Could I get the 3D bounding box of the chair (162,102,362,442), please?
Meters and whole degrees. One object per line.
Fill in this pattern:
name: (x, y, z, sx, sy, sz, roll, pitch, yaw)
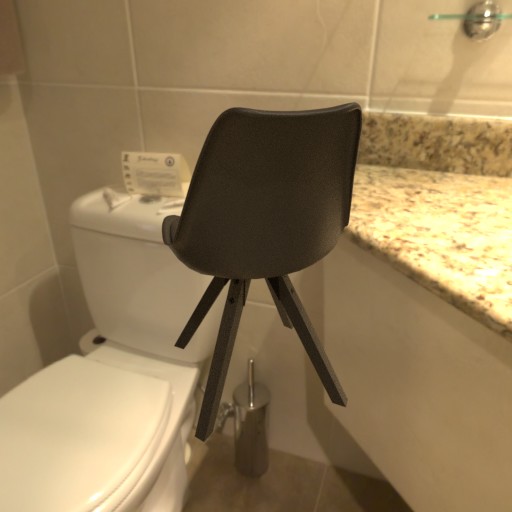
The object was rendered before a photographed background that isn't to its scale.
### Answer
chair: (0.000, 0.000, 1.209, 0.485, 0.850, 0.550, -8, 27, -15)
